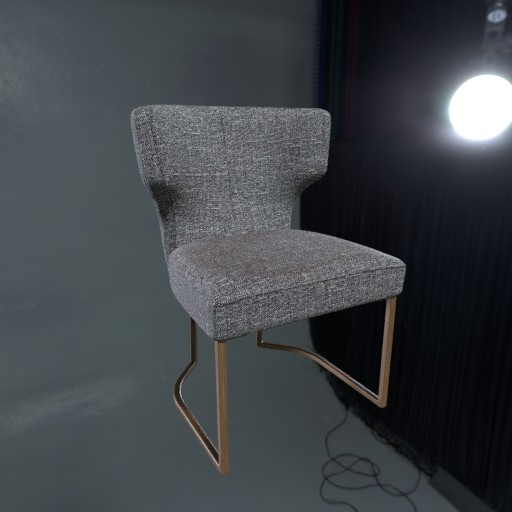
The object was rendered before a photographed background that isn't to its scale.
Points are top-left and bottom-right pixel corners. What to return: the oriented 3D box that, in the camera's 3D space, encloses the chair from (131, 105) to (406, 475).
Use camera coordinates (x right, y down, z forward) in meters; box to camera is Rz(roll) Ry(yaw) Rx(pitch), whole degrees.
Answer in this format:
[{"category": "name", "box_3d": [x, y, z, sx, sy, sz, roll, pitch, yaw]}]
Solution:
[{"category": "chair", "box_3d": [0.000, 0.000, 1.263, 0.611, 0.824, 0.617, -9, 19, -29]}]
